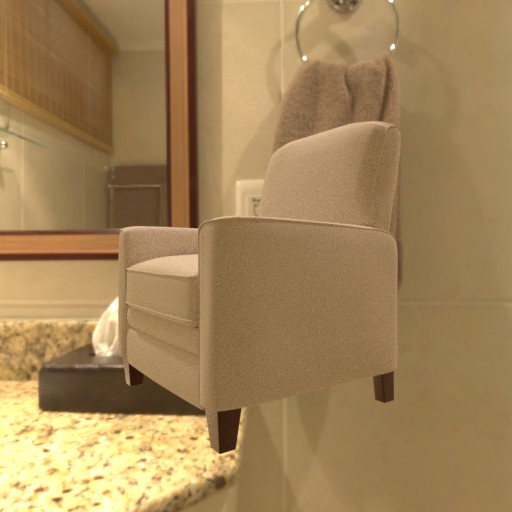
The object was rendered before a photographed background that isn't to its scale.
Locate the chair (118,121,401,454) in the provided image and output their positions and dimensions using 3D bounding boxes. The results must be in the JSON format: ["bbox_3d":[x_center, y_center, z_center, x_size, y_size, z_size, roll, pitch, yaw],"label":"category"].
[{"bbox_3d":[0.000,0.000,1.682,0.858,1.028,0.841,-1,1,-35],"label":"chair"}]
